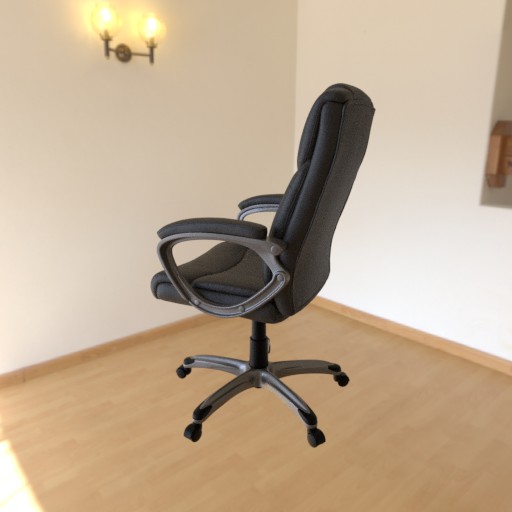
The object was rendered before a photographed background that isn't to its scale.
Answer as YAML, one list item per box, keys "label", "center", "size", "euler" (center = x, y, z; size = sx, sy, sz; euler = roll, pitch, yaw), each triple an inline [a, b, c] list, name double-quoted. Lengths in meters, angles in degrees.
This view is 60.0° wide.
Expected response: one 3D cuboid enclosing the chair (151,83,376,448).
- label: "chair"
  center: [0.000, 0.000, 1.599]
  size: [0.719, 1.130, 0.721]
  euler: [7, 17, 23]
